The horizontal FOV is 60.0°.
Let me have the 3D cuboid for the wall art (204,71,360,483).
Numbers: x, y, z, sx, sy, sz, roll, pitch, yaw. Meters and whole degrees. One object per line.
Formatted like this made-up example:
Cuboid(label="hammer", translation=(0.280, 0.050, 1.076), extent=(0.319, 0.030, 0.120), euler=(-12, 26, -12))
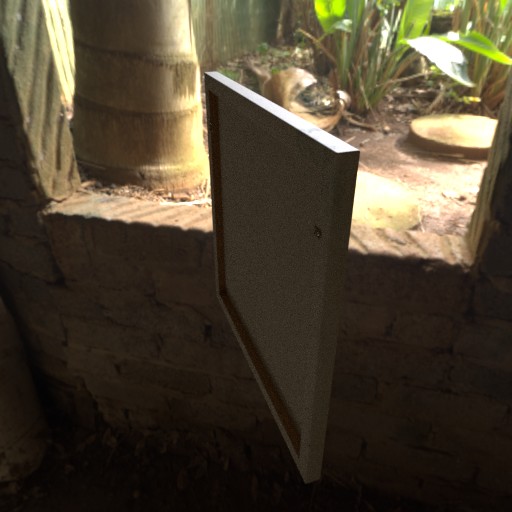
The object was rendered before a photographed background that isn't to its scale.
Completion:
Cuboid(label="wall art", translation=(0.000, 0.000, 1.116), extent=(0.041, 0.762, 0.762), euler=(-10, 32, -17))
